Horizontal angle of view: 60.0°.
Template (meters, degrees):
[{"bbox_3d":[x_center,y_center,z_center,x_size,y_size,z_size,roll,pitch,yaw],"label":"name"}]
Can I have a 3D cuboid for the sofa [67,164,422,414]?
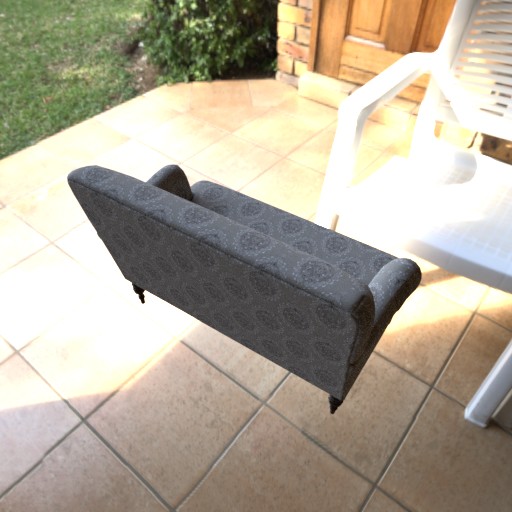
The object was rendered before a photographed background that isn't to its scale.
[{"bbox_3d":[0.000,0.000,1.909,1.297,0.889,0.779,25,51,22],"label":"sofa"}]
